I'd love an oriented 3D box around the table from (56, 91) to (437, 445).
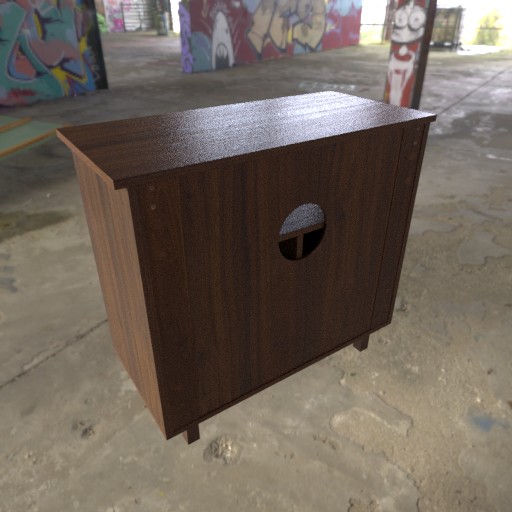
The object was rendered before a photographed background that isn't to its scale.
[{"bbox_3d":[0.000,0.000,1.209,0.802,0.725,0.390,-19,35,-29],"label":"table"}]
